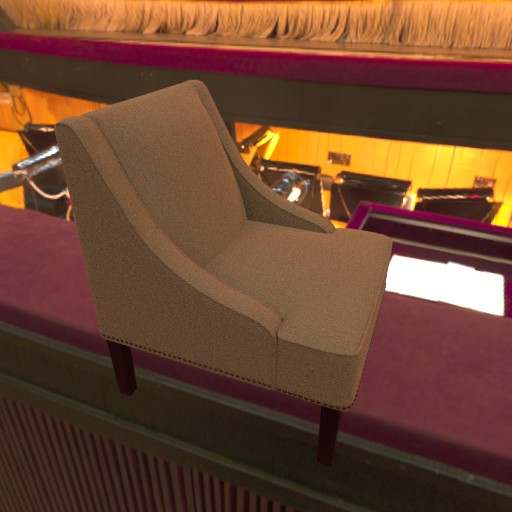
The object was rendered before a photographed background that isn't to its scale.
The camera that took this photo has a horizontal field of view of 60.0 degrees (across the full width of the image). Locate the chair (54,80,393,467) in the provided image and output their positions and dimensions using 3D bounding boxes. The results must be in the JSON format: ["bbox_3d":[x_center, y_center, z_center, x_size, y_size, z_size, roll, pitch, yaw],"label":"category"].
[{"bbox_3d":[0.000,0.000,1.330,0.748,0.872,0.628,12,32,19],"label":"chair"}]
